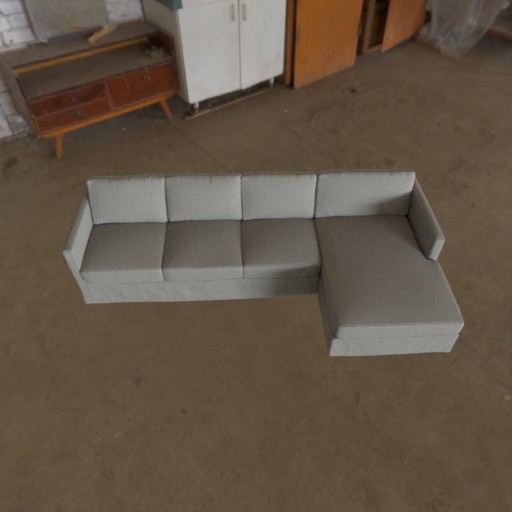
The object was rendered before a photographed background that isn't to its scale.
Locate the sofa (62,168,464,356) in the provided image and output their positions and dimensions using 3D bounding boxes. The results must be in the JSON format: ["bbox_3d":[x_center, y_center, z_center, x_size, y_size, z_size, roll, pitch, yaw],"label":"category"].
[{"bbox_3d":[0.000,0.000,3.896,3.177,0.867,1.622,-2,47,-2],"label":"sofa"}]
